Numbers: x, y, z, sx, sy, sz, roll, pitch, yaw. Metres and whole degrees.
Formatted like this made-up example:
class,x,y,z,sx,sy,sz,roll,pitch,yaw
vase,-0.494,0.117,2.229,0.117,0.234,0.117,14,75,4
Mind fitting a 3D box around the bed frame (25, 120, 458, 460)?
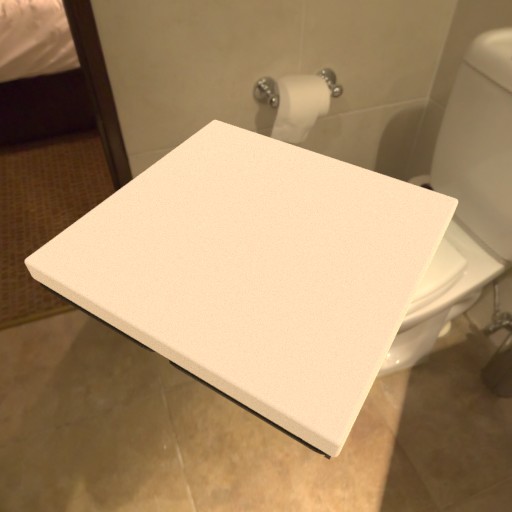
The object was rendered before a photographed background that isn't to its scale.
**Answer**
class,x,y,z,sx,sy,sz,roll,pitch,yaw
bed frame,0.000,0.000,2.974,2.033,0.525,1.935,24,51,21
